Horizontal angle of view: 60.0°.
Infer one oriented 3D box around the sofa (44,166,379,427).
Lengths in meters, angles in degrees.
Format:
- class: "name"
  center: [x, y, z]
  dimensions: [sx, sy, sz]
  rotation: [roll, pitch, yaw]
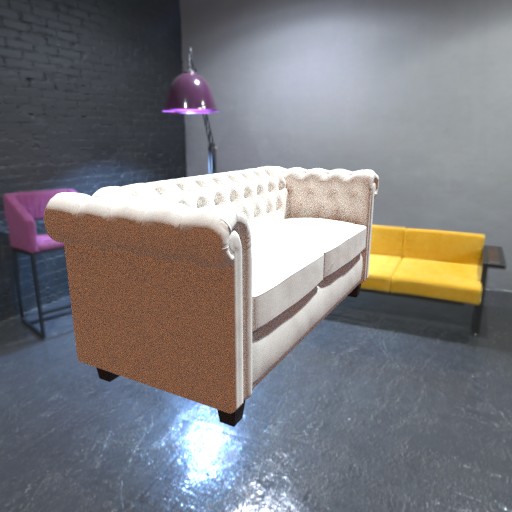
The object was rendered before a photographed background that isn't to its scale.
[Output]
- class: "sofa"
  center: [0.000, 0.000, 2.249]
  dimensions: [0.771, 0.796, 1.798]
  rotation: [8, 17, 28]
